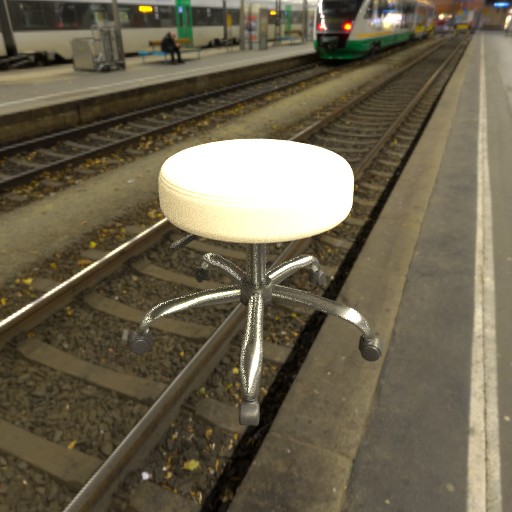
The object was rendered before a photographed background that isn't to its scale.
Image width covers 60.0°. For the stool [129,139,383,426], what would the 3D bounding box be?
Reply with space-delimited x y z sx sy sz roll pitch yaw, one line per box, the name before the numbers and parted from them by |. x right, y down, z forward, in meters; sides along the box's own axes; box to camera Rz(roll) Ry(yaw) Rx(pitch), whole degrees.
stool | 0.000 0.000 1.057 0.634 0.482 0.614 1 28 3
